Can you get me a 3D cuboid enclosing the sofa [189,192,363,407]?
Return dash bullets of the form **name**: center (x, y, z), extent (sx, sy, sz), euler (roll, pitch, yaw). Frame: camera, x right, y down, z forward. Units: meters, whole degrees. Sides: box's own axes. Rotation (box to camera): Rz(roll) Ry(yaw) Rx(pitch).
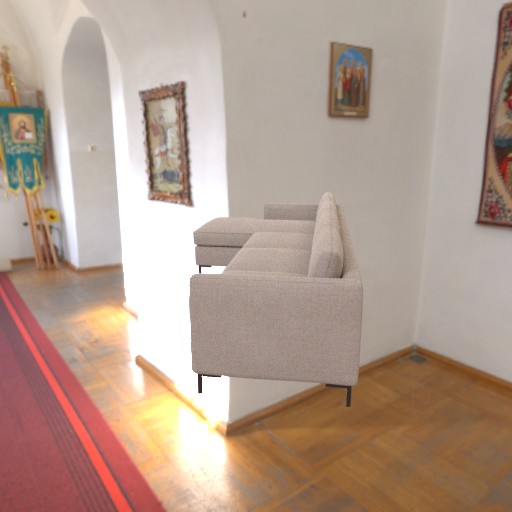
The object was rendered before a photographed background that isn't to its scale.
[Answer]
- **sofa**: center (0.000, 0.000, 3.605), extent (1.469, 0.816, 2.923), euler (2, 14, 9)
